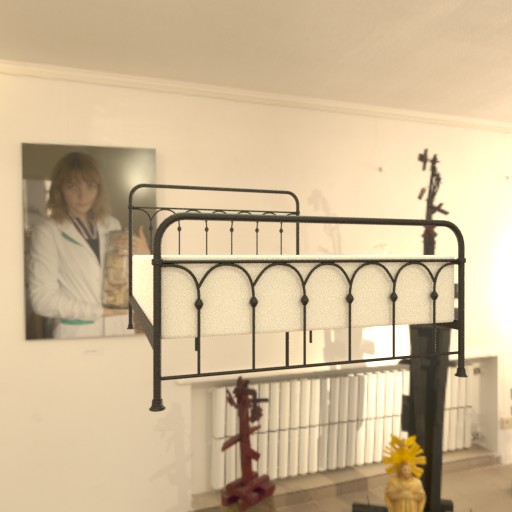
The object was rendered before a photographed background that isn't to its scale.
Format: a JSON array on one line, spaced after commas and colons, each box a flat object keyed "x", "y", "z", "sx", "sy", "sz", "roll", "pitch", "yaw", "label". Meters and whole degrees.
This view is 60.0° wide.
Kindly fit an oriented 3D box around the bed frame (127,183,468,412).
[{"x": 0.000, "y": 0.000, "z": 3.123, "sx": 1.664, "sy": 1.276, "sz": 2.203, "roll": 0, "pitch": 0, "yaw": -19, "label": "bed frame"}]
